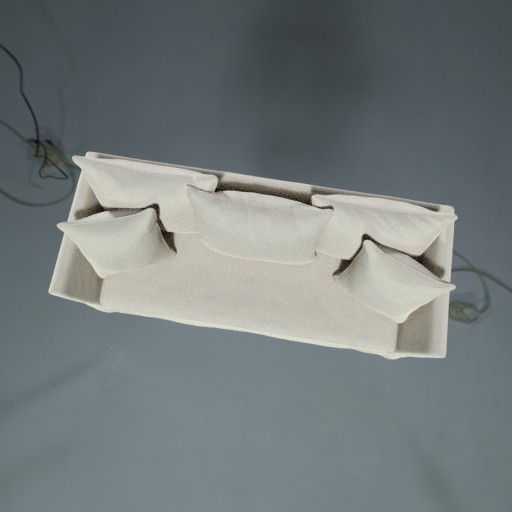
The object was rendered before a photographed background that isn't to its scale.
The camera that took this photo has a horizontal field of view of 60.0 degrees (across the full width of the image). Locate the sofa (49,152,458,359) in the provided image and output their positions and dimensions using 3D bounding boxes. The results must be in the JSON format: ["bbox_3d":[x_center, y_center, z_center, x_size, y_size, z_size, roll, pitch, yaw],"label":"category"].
[{"bbox_3d":[0.000,0.000,3.055,2.499,1.047,1.046,9,77,2],"label":"sofa"}]
